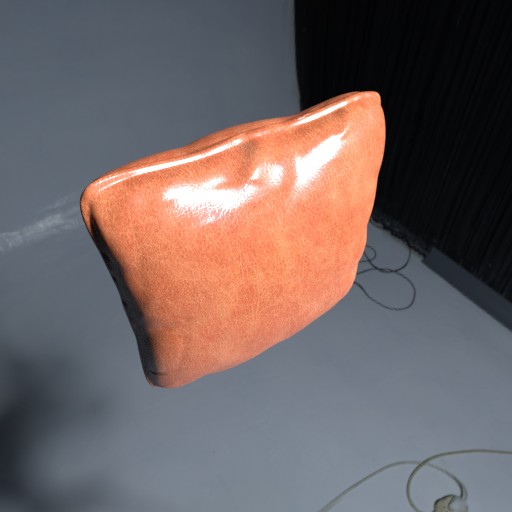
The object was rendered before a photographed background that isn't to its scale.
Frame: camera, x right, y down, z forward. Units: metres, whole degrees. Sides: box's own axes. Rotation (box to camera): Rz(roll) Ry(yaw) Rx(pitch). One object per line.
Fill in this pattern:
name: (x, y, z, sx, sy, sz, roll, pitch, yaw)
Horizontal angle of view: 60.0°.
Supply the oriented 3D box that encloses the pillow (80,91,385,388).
pillow: (0.000, 0.000, 0.828, 0.532, 0.523, 0.236, -25, 50, -22)
